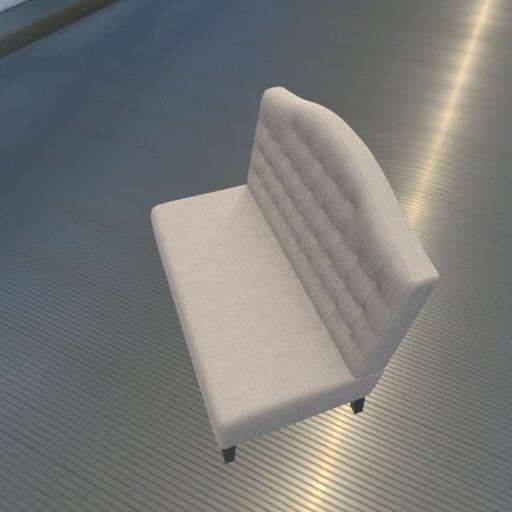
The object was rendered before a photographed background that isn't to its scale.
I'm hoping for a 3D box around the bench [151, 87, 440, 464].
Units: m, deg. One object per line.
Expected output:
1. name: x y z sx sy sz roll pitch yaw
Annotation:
1. bench: 0.000 0.000 2.067 0.815 1.180 1.335 -15 50 -13
